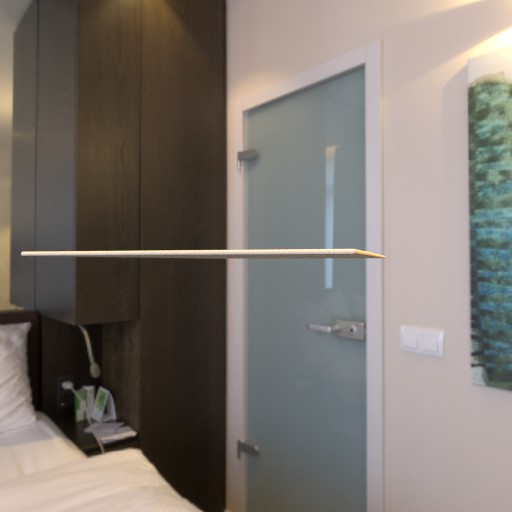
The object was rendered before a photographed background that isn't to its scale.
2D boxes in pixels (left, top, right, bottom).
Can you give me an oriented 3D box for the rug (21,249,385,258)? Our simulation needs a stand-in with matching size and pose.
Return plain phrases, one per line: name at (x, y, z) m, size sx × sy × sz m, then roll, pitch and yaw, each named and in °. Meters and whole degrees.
rug at (0.000, 0.000, 2.312) m, size 1.222 × 0.015 × 1.828 m, roll 0°, pitch -1°, yaw 19°
